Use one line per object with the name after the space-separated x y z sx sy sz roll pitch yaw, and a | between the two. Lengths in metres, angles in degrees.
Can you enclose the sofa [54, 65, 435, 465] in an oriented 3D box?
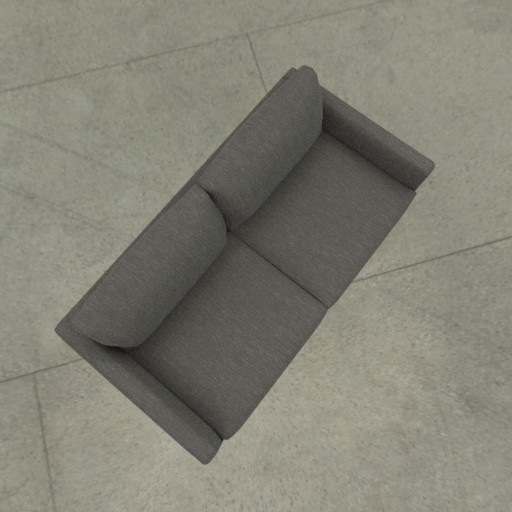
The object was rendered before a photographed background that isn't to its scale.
0.000 0.000 2.145 0.875 0.840 1.682 38 79 9 | sofa
